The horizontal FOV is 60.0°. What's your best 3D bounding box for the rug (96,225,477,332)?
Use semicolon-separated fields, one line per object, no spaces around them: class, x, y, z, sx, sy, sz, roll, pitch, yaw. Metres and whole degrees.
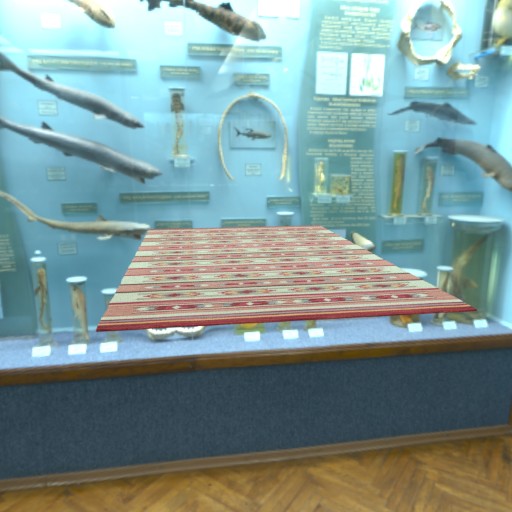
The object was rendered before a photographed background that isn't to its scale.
rug;0.000;0.000;2.259;1.223;0.008;1.817;-2;13;-8
